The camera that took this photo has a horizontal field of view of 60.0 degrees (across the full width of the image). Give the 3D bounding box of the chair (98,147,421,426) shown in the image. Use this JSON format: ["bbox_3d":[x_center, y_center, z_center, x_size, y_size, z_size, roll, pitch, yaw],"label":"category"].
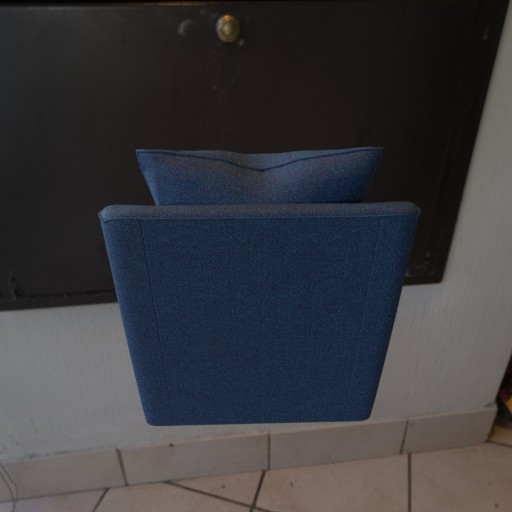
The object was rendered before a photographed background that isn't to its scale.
[{"bbox_3d":[0.000,0.000,1.544,0.750,0.939,0.870,-1,30,-1],"label":"chair"}]
